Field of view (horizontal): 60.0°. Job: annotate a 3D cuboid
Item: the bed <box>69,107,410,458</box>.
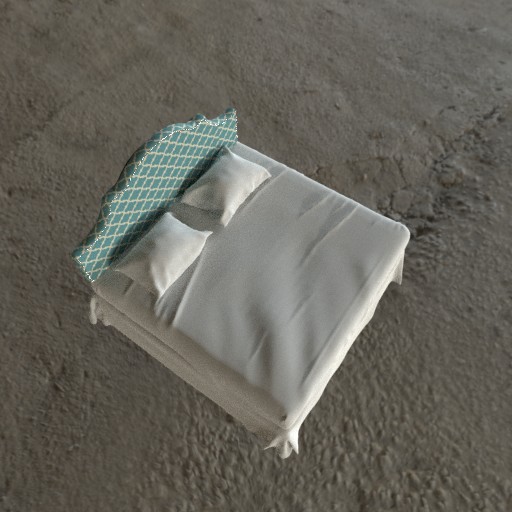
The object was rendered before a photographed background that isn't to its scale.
[{"bbox_3d":[0.000,0.000,3.737,2.222,1.601,2.314,31,63,18],"label":"bed"}]
